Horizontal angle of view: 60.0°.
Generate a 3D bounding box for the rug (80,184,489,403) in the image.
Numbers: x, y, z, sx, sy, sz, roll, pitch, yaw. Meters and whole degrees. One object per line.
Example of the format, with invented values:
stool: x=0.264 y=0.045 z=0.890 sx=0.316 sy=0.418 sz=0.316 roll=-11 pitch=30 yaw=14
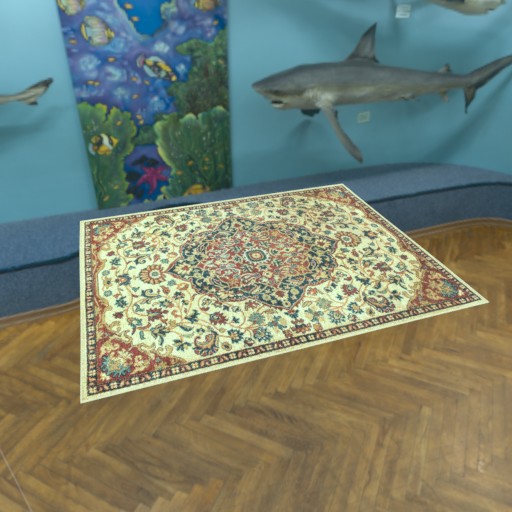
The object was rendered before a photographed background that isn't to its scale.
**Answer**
rug: x=0.000 y=0.000 z=4.066 sx=3.067 sy=0.005 sz=2.454 roll=-10 pitch=34 yaw=-16
